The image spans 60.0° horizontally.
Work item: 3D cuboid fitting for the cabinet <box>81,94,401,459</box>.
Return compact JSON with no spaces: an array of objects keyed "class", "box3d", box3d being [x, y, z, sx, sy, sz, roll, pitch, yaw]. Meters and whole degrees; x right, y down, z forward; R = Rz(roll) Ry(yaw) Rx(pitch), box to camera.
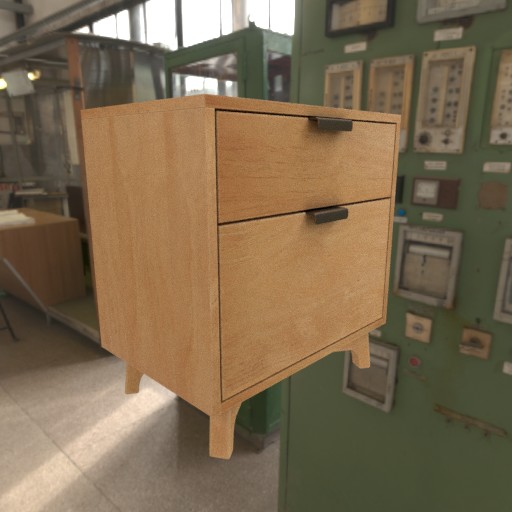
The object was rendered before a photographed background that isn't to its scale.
[{"class":"cabinet","box3d":[0.000,0.000,0.970,0.394,0.599,0.551,13,19,43]}]
